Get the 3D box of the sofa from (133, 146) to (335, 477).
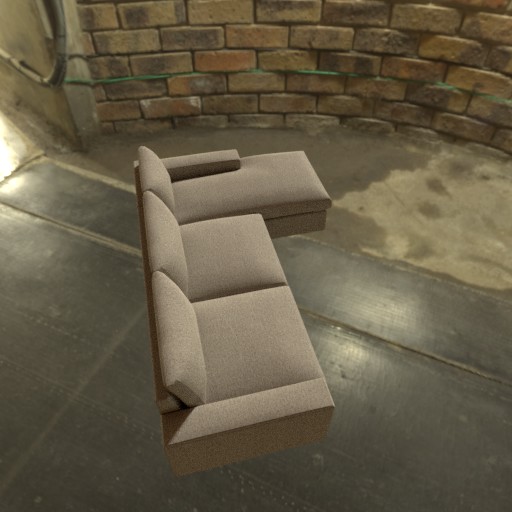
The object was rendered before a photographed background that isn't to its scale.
[{"bbox_3d":[0.000,0.000,3.488,1.689,0.813,2.718,-10,47,-9],"label":"sofa"}]
